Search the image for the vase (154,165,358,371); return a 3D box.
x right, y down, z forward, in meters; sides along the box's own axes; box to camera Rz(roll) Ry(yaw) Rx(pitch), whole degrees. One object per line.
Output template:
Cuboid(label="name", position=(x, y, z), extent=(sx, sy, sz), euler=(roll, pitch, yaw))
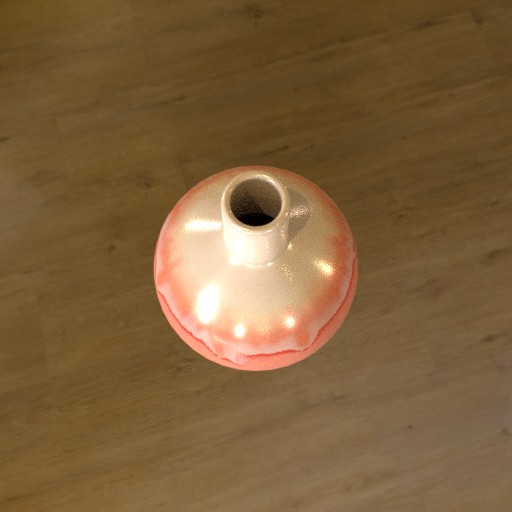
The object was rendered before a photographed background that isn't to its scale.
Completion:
Cuboid(label="vase", position=(0.000, 0.000, 0.274), extent=(0.137, 0.176, 0.137), euler=(0, 74, 0))
